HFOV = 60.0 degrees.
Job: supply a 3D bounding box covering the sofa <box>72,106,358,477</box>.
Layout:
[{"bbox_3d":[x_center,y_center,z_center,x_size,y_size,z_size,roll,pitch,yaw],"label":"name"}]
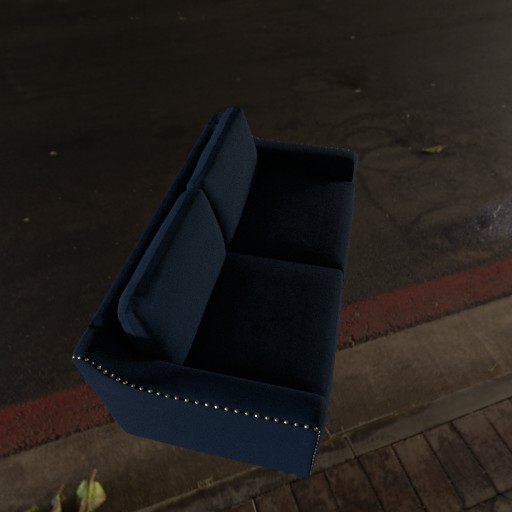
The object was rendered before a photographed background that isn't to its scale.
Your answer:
[{"bbox_3d":[0.000,0.000,2.693,1.104,0.983,2.107,9,47,9],"label":"sofa"}]
